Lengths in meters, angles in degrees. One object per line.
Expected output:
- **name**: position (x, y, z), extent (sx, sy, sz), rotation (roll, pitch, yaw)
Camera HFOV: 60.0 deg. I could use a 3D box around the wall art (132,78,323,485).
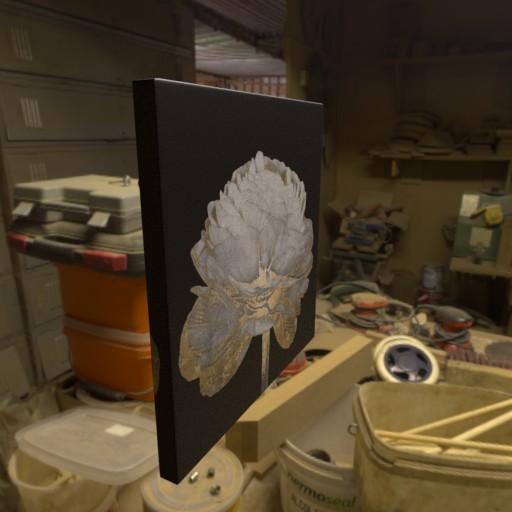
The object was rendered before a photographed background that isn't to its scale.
- **wall art**: position (0.000, 0.000, 0.895), extent (0.043, 0.611, 0.610), rotation (8, 18, 27)
